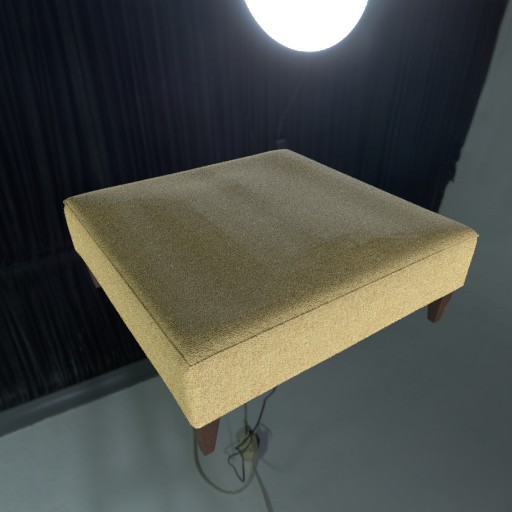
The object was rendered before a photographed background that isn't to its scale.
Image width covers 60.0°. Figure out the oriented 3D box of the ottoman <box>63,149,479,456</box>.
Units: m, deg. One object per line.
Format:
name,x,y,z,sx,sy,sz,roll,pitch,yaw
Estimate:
ottoman,0.000,0.000,1.504,0.981,0.378,0.970,-20,37,-29
